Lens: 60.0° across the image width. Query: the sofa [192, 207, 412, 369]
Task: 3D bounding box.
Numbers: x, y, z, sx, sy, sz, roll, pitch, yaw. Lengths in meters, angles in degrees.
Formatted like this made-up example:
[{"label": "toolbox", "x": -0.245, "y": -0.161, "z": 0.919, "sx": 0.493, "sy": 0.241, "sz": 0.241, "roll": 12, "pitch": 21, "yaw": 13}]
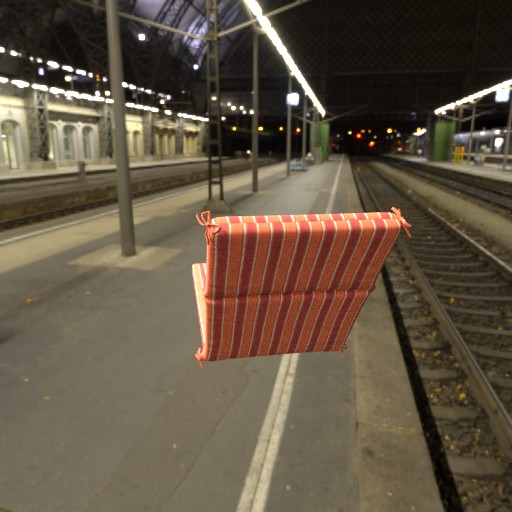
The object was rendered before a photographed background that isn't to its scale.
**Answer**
[{"label": "sofa", "x": 0.000, "y": 0.000, "z": 1.966, "sx": 0.582, "sy": 0.622, "sz": 1.663, "roll": -2, "pitch": 14, "yaw": -10}]
